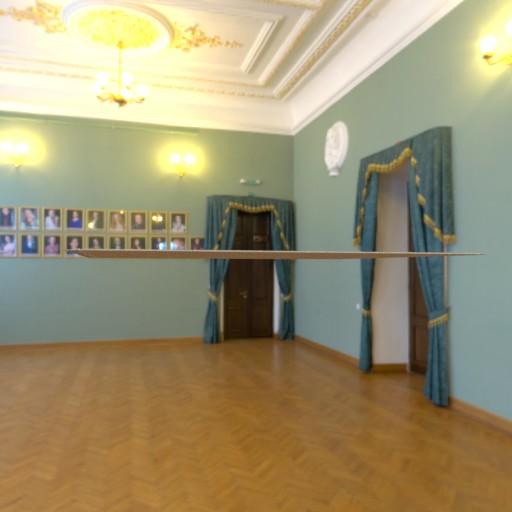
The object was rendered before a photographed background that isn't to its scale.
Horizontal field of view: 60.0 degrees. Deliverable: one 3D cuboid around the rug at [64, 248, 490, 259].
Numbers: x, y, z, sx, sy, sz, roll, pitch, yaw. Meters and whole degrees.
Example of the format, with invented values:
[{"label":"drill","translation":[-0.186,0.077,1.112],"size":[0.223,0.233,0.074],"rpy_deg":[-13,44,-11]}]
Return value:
[{"label":"rug","translation":[0.000,0.000,3.945],"size":[2.940,0.013,2.312],"rpy_deg":[0,-1,-18]}]
